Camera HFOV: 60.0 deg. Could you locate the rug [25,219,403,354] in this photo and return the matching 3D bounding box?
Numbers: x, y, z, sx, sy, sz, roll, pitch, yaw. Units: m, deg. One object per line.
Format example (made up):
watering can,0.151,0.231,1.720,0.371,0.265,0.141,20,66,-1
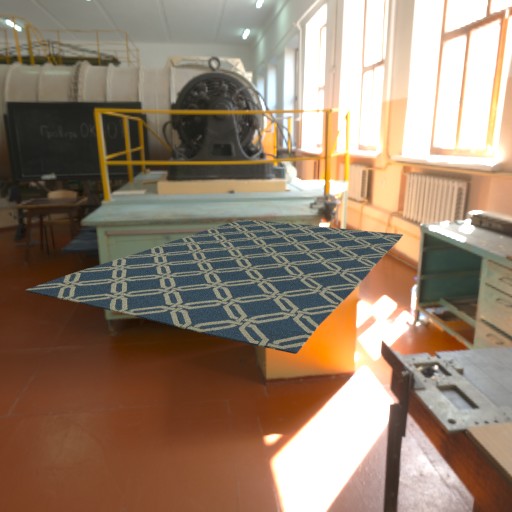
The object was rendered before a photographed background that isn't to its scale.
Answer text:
rug,0.000,0.000,2.227,1.153,0.010,1.755,8,17,26
